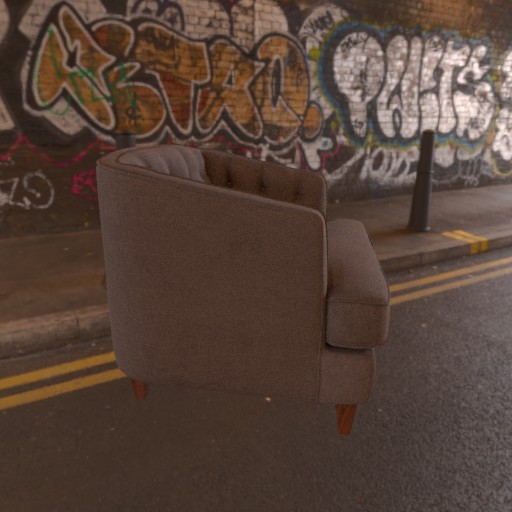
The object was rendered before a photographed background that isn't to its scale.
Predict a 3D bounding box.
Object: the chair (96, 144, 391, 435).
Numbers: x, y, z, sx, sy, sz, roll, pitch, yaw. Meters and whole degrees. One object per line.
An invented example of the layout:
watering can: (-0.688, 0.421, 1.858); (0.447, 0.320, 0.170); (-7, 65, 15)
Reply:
chair: (0.000, 0.000, 1.777); (0.941, 0.852, 1.104); (2, 17, 8)
